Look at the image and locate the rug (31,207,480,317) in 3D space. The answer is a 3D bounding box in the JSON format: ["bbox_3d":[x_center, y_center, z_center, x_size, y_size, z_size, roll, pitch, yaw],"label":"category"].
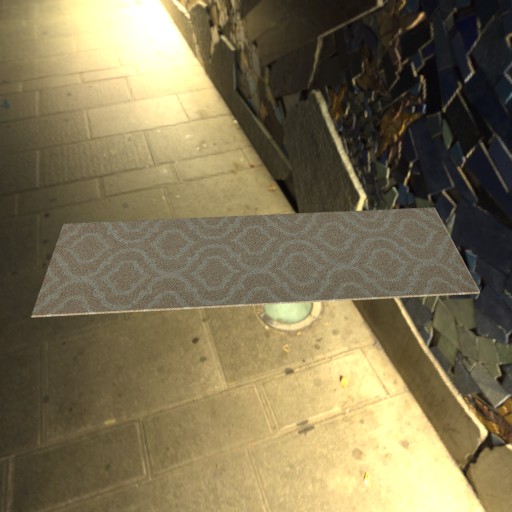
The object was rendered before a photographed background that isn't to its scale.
[{"bbox_3d":[0.000,0.000,2.490,2.289,0.013,0.691,-3,46,-3],"label":"rug"}]
